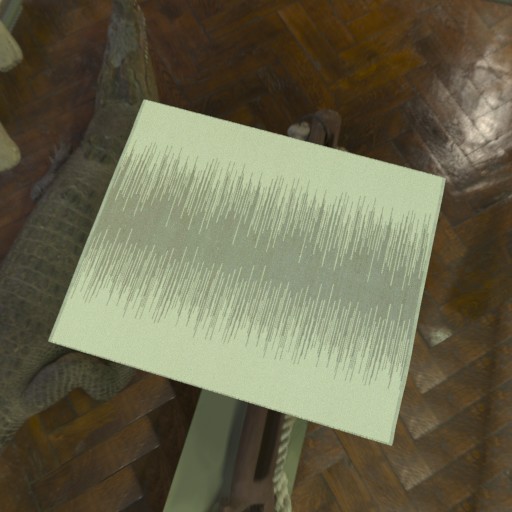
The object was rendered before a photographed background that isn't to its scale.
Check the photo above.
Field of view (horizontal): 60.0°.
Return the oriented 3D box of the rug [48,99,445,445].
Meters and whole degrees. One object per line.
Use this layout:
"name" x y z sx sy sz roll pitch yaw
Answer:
"rug" 0.000 0.000 4.001 3.037 0.010 2.453 16 77 4
